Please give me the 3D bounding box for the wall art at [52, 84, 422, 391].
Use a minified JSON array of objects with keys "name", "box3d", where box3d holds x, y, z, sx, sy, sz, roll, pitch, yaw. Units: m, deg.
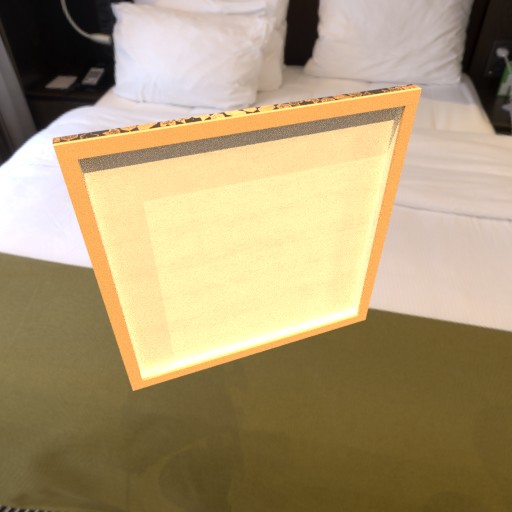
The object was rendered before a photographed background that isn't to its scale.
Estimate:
[{"name":"wall art","box3d":[0.000,0.000,1.350,0.914,0.914,0.038,-14,43,-15]}]
